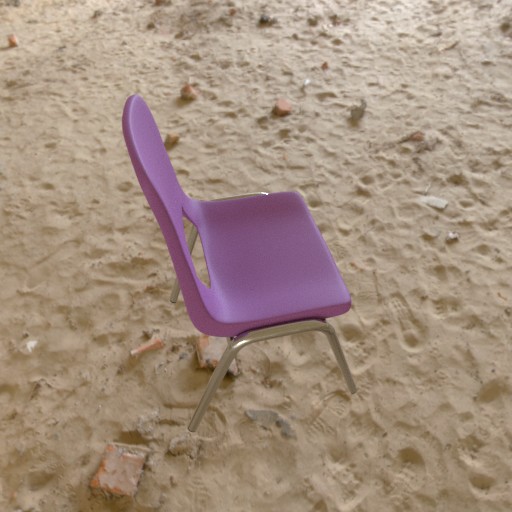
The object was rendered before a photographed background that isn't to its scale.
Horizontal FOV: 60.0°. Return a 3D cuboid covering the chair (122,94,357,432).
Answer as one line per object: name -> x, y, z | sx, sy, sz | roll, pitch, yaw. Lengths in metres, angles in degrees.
chair -> 0.000, 0.000, 0.677 | 0.301, 0.493, 0.291 | -10, 48, -9
